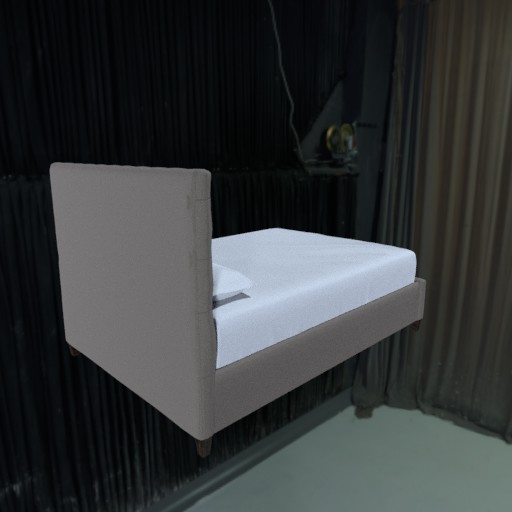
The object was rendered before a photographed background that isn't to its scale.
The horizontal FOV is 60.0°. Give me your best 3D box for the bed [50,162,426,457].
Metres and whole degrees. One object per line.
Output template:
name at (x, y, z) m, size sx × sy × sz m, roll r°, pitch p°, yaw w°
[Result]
bed at (0.000, 0.000, 3.426) m, size 2.387 × 1.427 × 1.698 m, roll -13°, pitch 18°, yaw -43°
